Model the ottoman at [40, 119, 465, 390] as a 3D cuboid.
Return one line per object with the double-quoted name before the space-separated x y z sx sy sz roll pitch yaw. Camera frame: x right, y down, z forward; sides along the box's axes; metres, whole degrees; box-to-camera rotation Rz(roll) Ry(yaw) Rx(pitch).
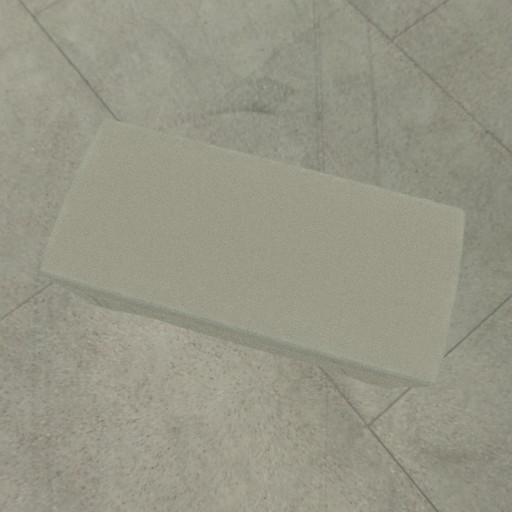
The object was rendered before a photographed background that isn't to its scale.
"ottoman" 0.000 0.000 1.696 1.388 0.457 0.665 15 75 4
